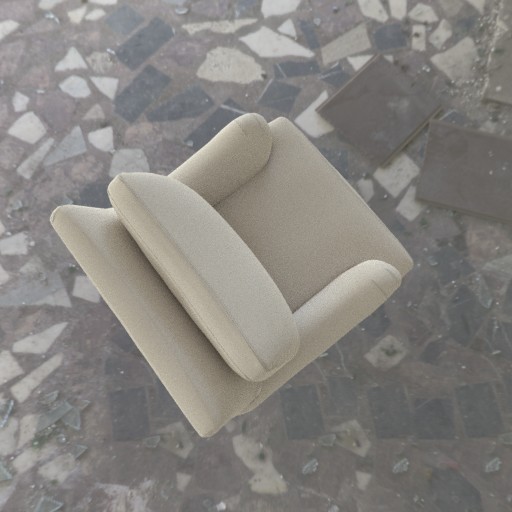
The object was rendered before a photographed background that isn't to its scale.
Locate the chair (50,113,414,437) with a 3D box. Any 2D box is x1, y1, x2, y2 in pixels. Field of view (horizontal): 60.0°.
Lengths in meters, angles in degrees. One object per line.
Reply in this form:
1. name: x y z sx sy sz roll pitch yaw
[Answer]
1. chair: 0.000 0.000 1.892 1.070 1.038 0.955 -37 79 -9
